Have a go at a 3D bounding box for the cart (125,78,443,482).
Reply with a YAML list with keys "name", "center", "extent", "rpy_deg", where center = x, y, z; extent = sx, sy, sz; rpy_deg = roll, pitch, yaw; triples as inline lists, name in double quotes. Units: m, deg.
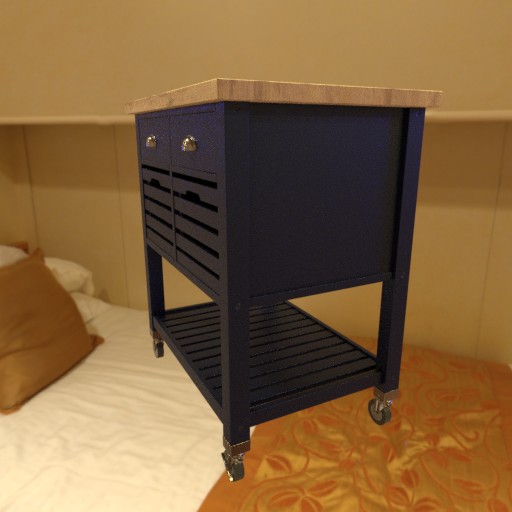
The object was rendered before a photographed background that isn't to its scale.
- name: "cart"
  center: [0.000, 0.000, 1.371]
  extent: [0.567, 0.920, 0.797]
  rpy_deg: [-8, 17, -26]
